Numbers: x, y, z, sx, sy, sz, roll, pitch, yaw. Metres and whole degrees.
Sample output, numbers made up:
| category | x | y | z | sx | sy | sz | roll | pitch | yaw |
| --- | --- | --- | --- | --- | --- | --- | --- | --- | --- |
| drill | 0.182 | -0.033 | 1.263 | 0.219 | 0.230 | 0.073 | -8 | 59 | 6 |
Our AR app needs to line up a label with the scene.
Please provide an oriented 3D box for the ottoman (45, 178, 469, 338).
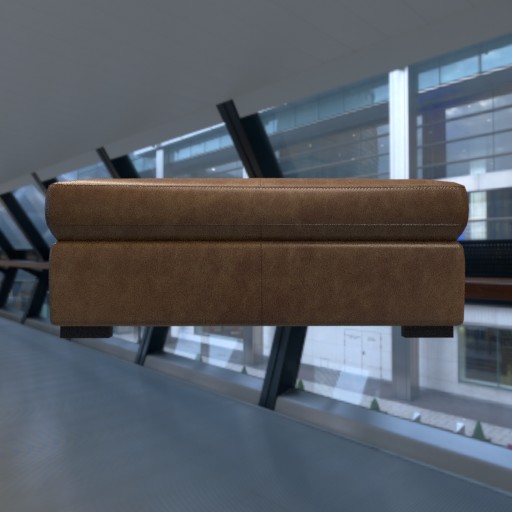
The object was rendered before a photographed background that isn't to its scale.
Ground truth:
| category | x | y | z | sx | sy | sz | roll | pitch | yaw |
| --- | --- | --- | --- | --- | --- | --- | --- | --- | --- |
| ottoman | 0.000 | 0.000 | 1.780 | 1.169 | 0.483 | 1.168 | 0 | -1 | 0 |
